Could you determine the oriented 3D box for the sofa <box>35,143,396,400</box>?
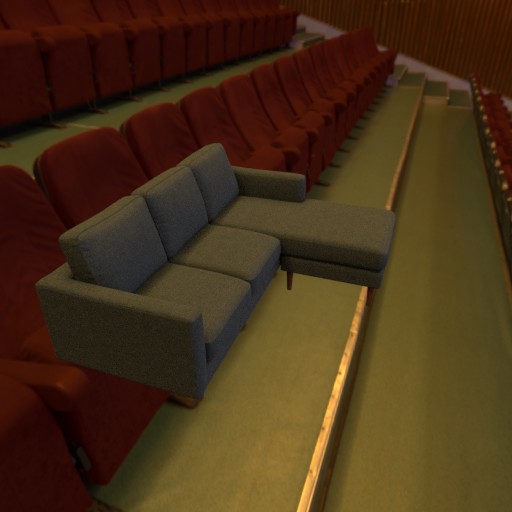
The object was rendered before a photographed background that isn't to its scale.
[{"bbox_3d":[0.000,0.000,2.957,1.667,0.957,2.055,10,32,17],"label":"sofa"}]
